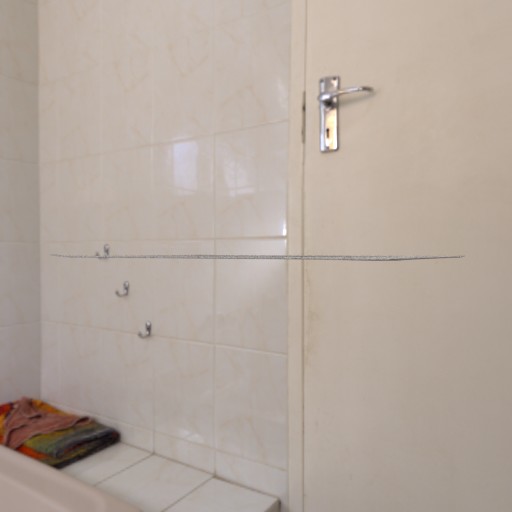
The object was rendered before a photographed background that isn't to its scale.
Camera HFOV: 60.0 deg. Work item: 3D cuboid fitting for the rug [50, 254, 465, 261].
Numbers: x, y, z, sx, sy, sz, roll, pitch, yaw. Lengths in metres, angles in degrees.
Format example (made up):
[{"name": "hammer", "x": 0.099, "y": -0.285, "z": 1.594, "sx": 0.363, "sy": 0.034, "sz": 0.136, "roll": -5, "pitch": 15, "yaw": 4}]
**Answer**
[{"name": "rug", "x": 0.000, "y": 0.000, "z": 2.330, "sx": 1.828, "sy": 0.019, "sz": 1.209, "roll": 0, "pitch": 0, "yaw": 34}]
